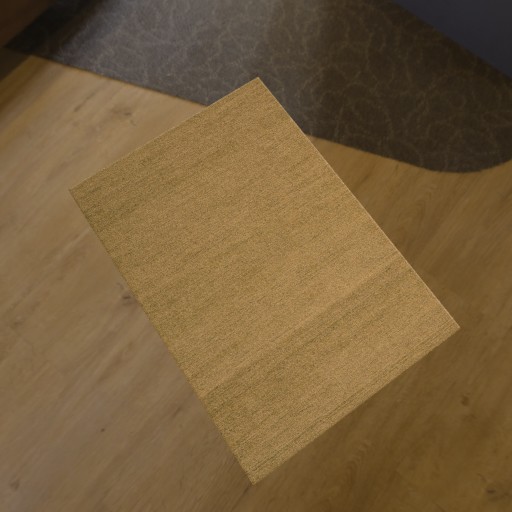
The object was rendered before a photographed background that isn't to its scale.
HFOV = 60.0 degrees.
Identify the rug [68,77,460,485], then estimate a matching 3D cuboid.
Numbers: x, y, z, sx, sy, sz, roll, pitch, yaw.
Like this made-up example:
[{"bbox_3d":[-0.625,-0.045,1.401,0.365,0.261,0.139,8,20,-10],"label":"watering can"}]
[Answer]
[{"bbox_3d":[0.000,0.000,5.116,2.782,0.025,3.935,-34,77,-9],"label":"rug"}]
